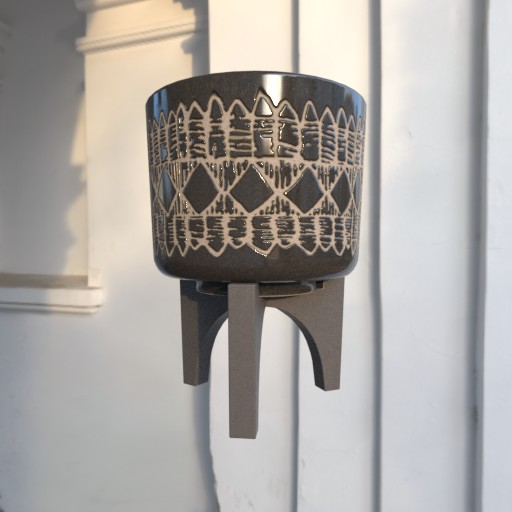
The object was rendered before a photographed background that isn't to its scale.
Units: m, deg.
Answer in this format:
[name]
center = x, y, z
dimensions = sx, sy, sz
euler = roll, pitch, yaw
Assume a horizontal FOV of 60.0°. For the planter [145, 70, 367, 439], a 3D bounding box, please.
[planter]
center = 0.000, 0.000, 0.407
dimensions = 0.196, 0.264, 0.196
euler = 1, 2, 37
